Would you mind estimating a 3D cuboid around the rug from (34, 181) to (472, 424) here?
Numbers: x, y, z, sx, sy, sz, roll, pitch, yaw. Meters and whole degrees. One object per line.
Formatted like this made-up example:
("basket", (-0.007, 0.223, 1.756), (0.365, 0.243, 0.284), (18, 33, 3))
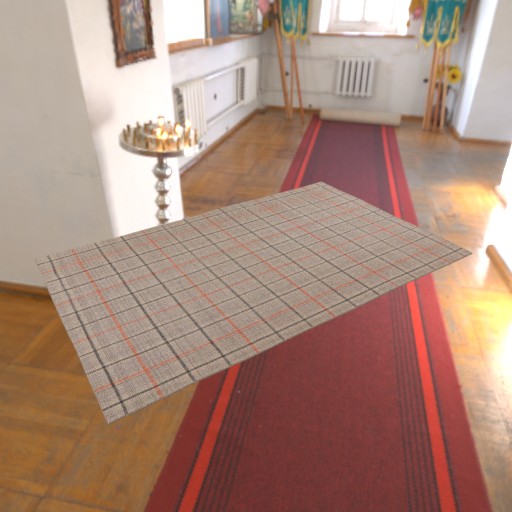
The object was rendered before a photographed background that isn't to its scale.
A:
("rug", (0.000, 0.000, 2.905), (2.439, 0.015, 1.524), (-19, 36, -28))
